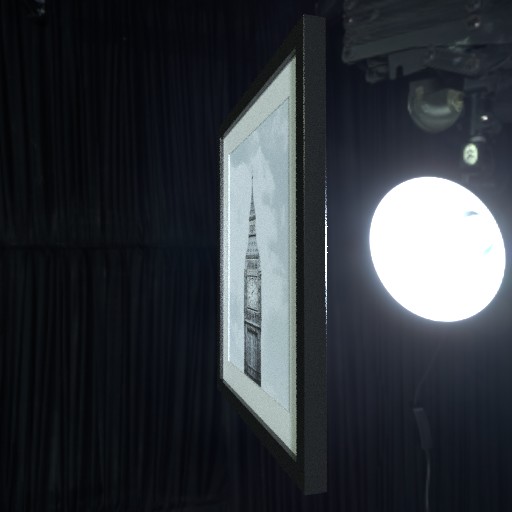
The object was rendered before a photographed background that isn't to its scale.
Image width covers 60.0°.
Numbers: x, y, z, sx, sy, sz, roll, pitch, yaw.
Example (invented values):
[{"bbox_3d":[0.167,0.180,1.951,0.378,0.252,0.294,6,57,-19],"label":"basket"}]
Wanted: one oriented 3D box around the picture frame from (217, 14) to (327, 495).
[{"bbox_3d":[0.000,0.000,0.736,0.028,0.556,0.460,0,-1,-18],"label":"picture frame"}]
